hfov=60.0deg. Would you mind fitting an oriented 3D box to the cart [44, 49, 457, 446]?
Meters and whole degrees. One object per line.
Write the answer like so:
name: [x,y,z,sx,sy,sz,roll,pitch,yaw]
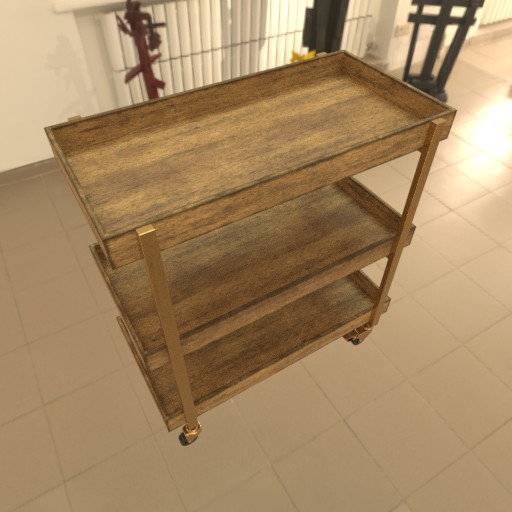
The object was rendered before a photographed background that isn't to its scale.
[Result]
cart: [0.000,0.000,1.180,0.750,0.799,0.416,-23,50,-21]
